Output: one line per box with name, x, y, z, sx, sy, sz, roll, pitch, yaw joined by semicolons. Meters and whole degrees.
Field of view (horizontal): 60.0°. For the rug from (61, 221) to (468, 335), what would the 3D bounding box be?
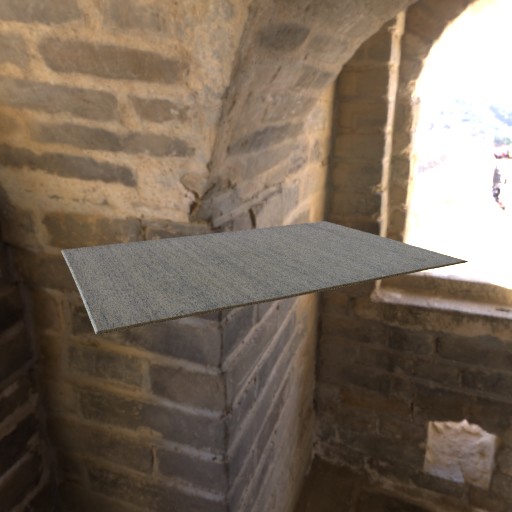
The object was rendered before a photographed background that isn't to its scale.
rug;0.000;0.000;2.945;2.263;0.017;1.523;-8;17;-27
